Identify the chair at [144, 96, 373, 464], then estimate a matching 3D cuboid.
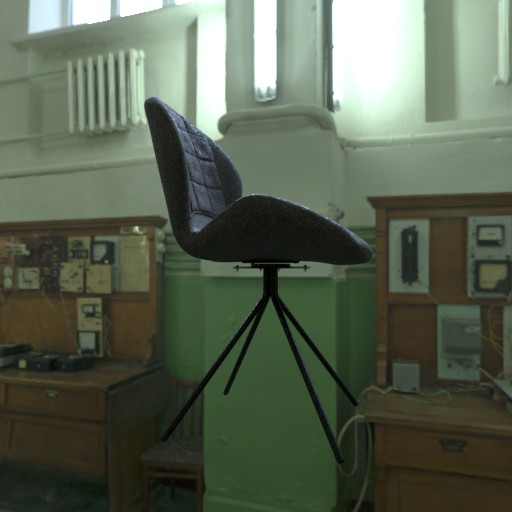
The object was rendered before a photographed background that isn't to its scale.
[{"bbox_3d":[0.000,0.000,1.270,0.640,0.934,0.527,-1,-2,17],"label":"chair"}]
